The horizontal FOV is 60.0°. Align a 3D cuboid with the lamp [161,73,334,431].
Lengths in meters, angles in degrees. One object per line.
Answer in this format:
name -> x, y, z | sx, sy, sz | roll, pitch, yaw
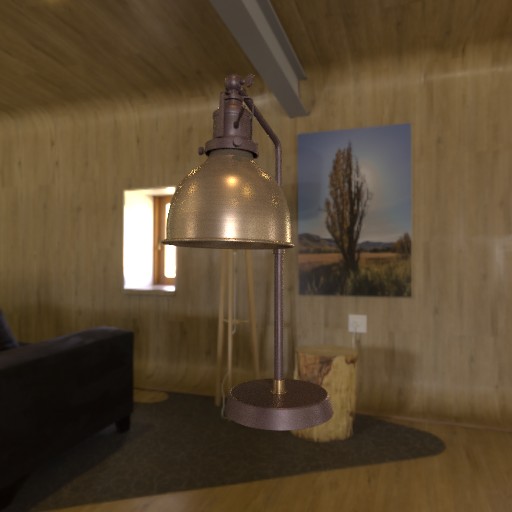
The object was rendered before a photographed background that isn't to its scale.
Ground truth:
lamp -> 0.000, 0.000, 0.620 | 0.175, 0.469, 0.298 | 0, 0, 35
